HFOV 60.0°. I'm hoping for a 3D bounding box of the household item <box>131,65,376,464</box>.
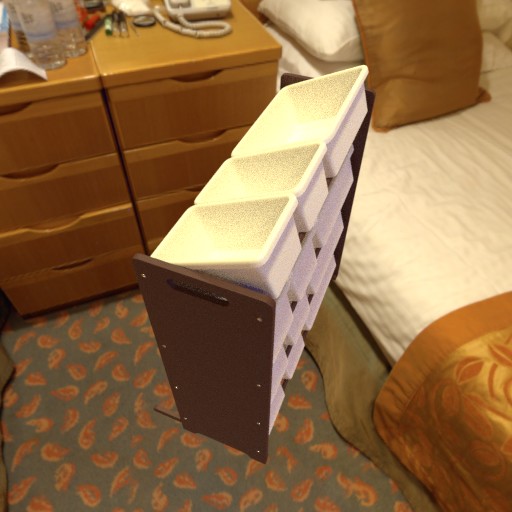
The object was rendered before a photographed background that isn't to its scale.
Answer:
[{"bbox_3d":[0.000,0.000,1.278,0.389,0.864,0.787,17,50,15],"label":"household item"}]
